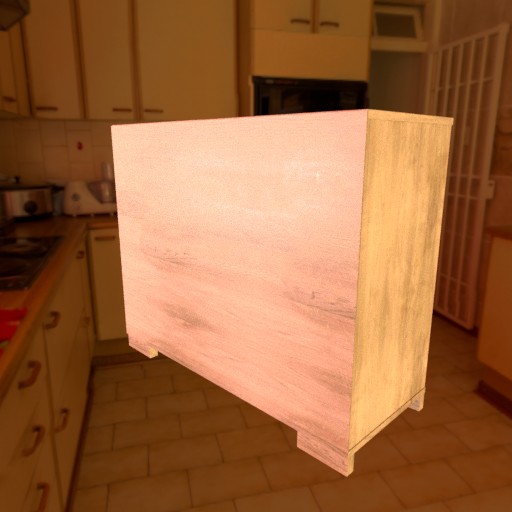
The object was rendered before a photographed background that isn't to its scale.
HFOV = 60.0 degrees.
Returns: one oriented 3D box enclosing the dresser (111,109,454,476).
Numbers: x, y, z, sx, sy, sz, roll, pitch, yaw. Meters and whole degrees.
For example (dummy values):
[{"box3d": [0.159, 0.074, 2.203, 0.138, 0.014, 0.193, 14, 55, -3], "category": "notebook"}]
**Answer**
[{"box3d": [0.000, 0.000, 1.408, 0.994, 0.816, 0.404, 14, 19, 43], "category": "dresser"}]
